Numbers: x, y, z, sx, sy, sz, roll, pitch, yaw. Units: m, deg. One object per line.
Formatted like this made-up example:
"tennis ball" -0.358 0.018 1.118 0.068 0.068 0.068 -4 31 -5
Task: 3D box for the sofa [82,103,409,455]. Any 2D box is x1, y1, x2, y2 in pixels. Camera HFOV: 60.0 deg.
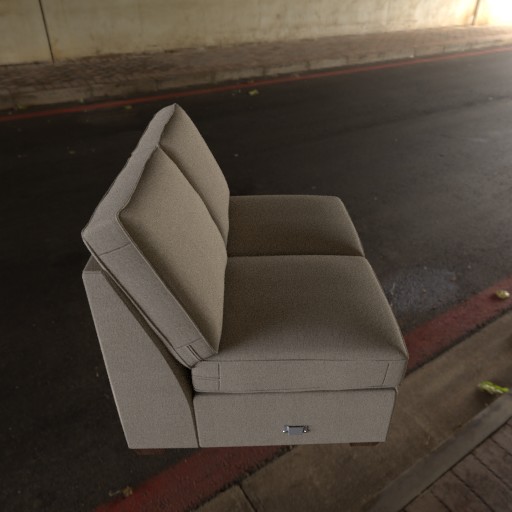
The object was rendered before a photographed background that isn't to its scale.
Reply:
"sofa" 0.000 0.000 1.891 0.978 1.006 1.232 -1 32 -1
